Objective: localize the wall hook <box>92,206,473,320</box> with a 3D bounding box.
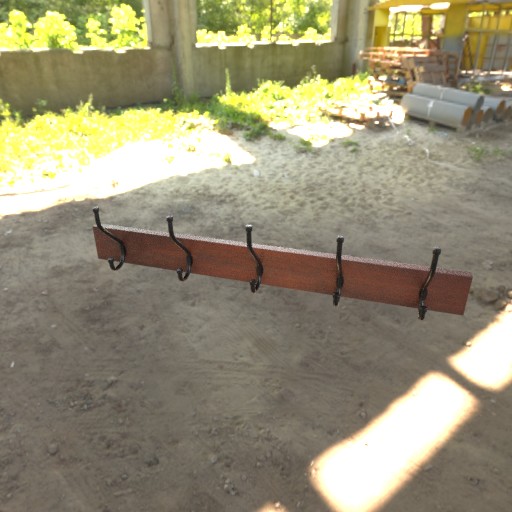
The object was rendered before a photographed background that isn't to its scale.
[{"bbox_3d":[0.000,0.000,0.629,0.571,0.117,0.071,8,28,15],"label":"wall hook"}]
